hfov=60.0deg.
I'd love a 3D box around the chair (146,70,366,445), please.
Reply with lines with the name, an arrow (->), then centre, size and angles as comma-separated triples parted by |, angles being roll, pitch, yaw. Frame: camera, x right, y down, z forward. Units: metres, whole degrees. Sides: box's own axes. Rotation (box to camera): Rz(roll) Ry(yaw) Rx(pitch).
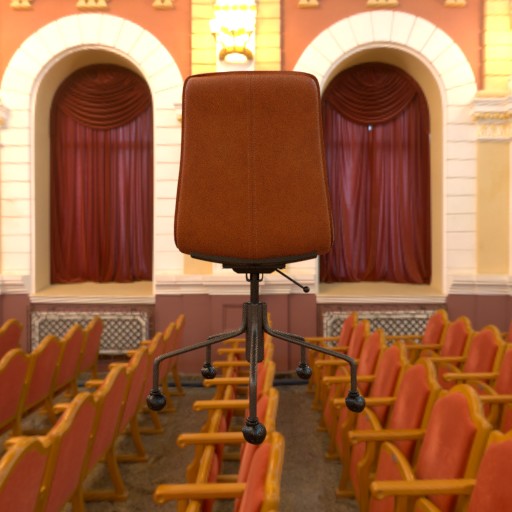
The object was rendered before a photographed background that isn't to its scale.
chair -> 0.000, 0.000, 1.388 | 0.651, 0.920, 0.660 | 0, 0, 1
